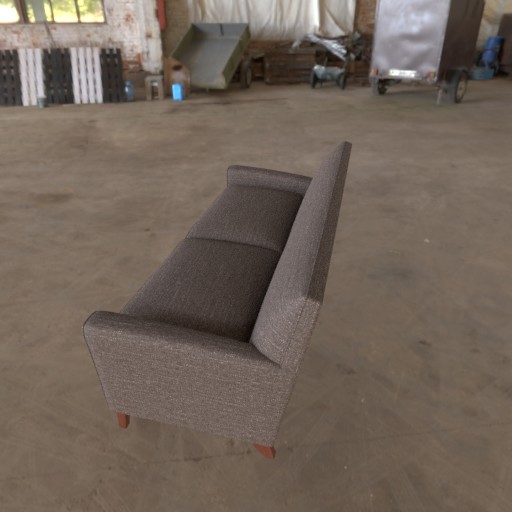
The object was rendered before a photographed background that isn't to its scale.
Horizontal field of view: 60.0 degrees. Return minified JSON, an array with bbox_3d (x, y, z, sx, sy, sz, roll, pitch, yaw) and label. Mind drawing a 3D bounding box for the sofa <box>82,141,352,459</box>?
[{"bbox_3d":[0.000,0.000,2.459,0.875,0.846,1.976,7,30,12],"label":"sofa"}]
